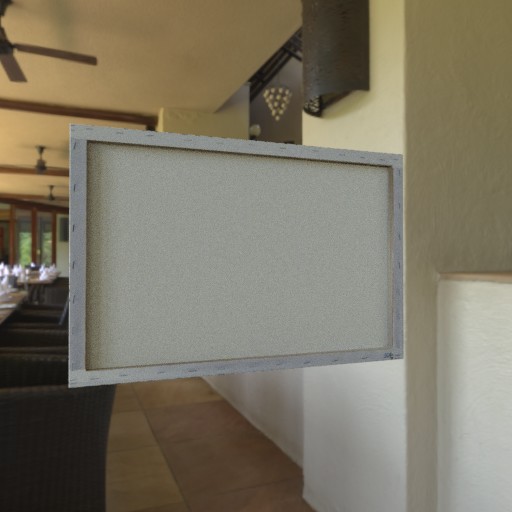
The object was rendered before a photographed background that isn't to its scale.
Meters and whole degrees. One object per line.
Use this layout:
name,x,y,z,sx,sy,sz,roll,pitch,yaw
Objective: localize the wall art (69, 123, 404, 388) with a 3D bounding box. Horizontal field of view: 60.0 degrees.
wall art,0.000,0.000,1.473,1.143,0.757,0.038,0,-1,-19
